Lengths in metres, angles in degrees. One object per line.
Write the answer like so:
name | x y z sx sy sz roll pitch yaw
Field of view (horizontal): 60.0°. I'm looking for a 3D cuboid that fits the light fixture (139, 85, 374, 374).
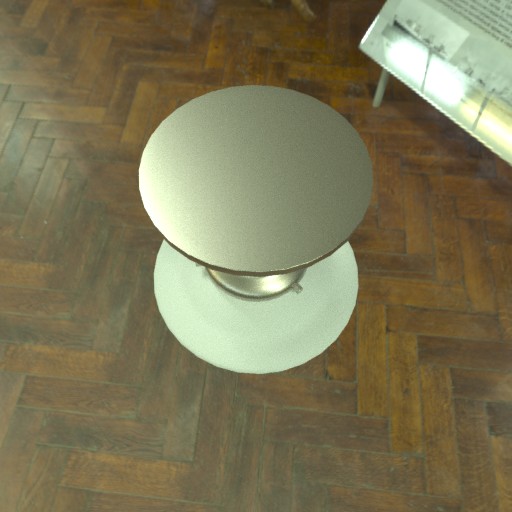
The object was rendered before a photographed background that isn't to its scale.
light fixture | 0.000 0.000 0.403 0.199 0.254 0.199 0 63 0
